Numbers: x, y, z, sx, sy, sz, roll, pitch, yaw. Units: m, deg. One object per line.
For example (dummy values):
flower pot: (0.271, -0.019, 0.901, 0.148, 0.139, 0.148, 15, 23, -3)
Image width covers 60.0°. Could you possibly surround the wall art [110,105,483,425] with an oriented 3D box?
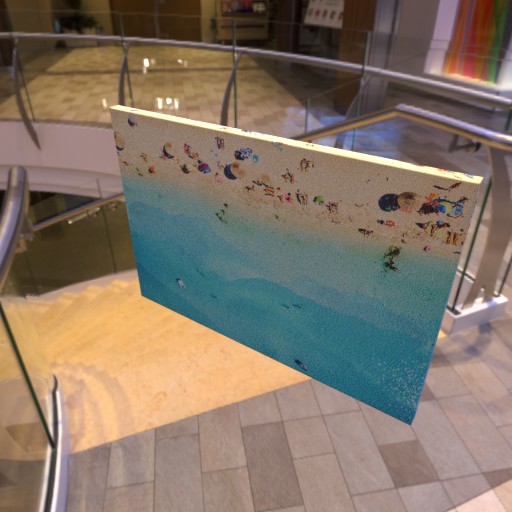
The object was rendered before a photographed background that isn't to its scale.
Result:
wall art: (0.000, 0.000, 1.396, 1.136, 0.769, 0.040, 20, 37, 29)
